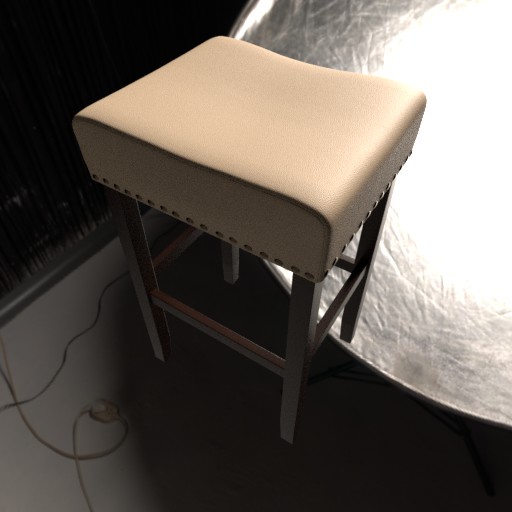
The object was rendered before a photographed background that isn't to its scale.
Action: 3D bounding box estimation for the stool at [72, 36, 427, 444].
[{"bbox_3d":[0.000,0.000,1.006,0.471,0.762,0.401,25,52,22],"label":"stool"}]
